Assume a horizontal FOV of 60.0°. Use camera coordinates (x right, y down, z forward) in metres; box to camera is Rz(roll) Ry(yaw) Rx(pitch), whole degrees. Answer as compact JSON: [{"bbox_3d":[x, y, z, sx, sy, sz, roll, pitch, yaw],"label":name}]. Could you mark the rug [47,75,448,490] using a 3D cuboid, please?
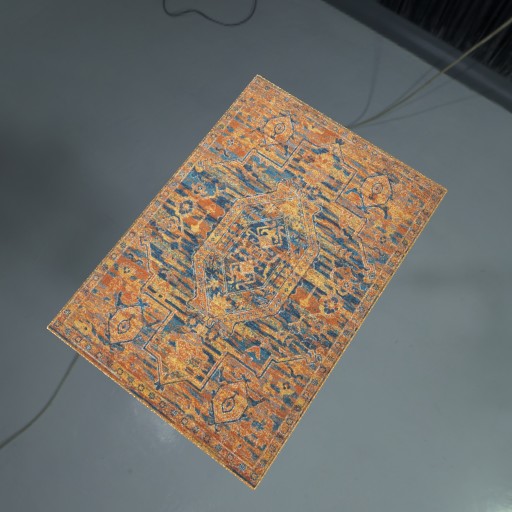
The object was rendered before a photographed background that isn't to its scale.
[{"bbox_3d":[0.000,0.000,3.709,2.043,0.019,2.916,34,77,9],"label":"rug"}]
